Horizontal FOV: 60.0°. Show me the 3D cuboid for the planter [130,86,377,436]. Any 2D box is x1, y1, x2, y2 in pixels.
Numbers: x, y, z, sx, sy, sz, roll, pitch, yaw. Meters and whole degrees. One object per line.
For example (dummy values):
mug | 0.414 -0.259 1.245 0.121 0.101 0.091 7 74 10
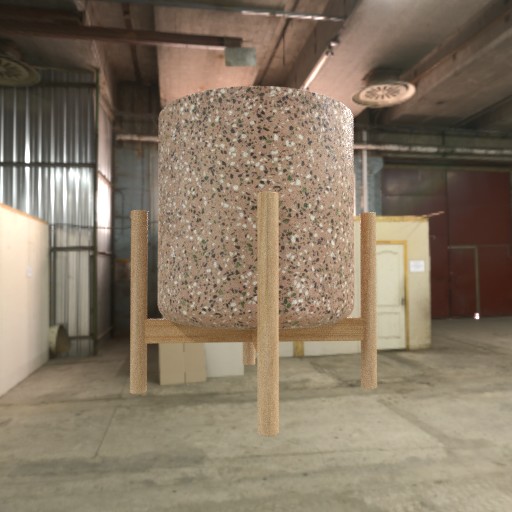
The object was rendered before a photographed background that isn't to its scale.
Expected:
planter | 0.000 0.000 0.701 0.360 0.419 0.360 0 -1 18
